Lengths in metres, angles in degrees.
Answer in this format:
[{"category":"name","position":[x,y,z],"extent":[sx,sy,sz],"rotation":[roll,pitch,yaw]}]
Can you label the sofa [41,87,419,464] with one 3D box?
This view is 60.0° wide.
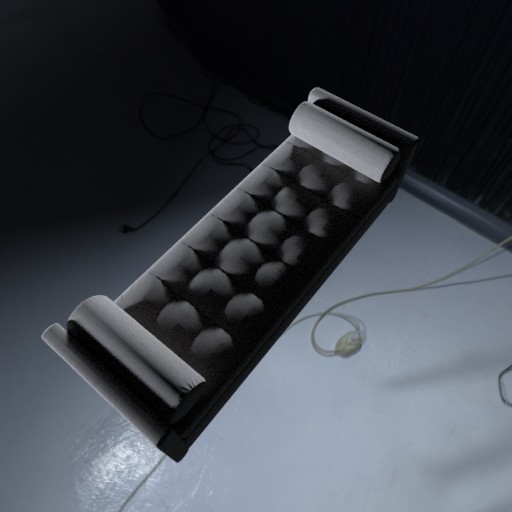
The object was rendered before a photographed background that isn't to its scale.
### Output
[{"category":"sofa","position":[0.000,0.000,2.346],"extent":[0.686,0.635,1.981],"rotation":[35,65,19]}]
